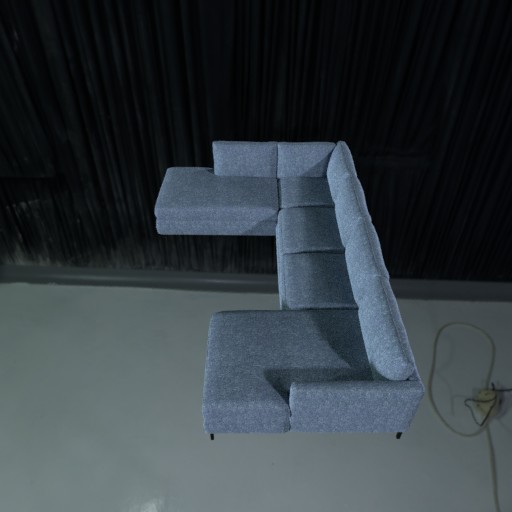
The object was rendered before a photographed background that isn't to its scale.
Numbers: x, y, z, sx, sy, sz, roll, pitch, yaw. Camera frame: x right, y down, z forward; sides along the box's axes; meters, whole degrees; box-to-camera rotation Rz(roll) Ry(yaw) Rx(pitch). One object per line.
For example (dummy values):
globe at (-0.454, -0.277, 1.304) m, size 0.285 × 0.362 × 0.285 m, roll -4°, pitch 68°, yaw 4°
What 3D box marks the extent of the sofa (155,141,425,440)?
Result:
sofa at (0.000, 0.000, 3.553) m, size 1.879 × 0.756 × 2.737 m, roll 0°, pitch 41°, yaw 0°
